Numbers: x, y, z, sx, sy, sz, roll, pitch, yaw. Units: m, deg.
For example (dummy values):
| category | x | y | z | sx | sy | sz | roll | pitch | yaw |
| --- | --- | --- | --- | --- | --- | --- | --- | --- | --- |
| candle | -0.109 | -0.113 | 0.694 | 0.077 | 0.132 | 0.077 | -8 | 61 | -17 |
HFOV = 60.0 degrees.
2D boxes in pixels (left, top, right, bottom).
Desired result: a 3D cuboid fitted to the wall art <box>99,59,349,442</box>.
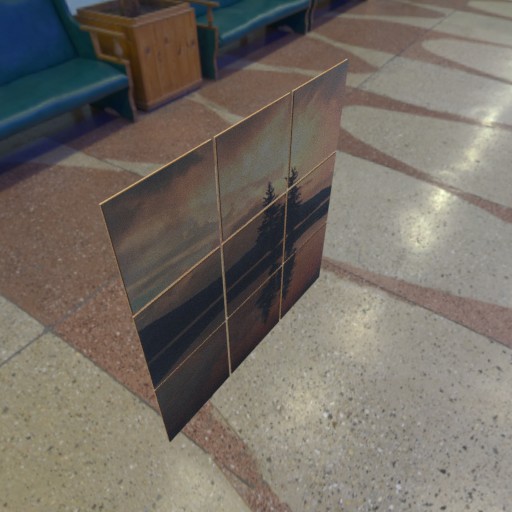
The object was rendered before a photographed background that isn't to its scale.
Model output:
| category | x | y | z | sx | sy | sz | roll | pitch | yaw |
| --- | --- | --- | --- | --- | --- | --- | --- | --- | --- |
| wall art | 0.000 | 0.000 | 2.256 | 0.013 | 1.525 | 1.520 | 27 | 49 | 26 |
